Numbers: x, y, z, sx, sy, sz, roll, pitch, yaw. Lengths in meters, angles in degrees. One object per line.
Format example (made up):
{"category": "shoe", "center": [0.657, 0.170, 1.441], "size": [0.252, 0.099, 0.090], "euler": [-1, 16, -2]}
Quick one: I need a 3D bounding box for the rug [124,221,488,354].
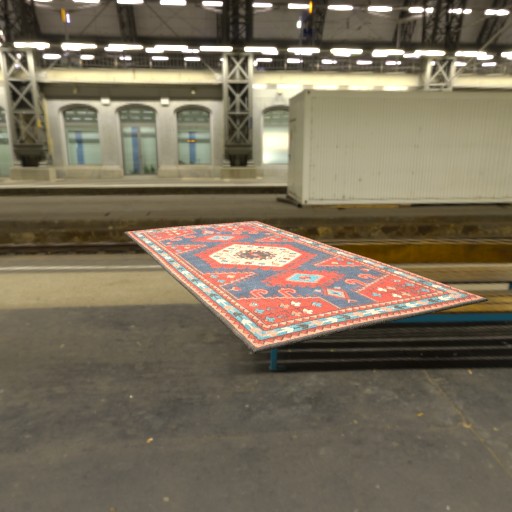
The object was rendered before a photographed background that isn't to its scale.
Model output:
{"category": "rug", "center": [0.000, 0.000, 3.566], "size": [1.522, 0.034, 3.032], "euler": [-7, 16, -26]}
